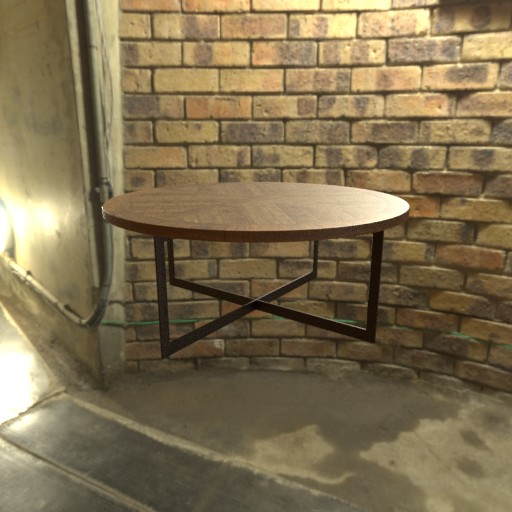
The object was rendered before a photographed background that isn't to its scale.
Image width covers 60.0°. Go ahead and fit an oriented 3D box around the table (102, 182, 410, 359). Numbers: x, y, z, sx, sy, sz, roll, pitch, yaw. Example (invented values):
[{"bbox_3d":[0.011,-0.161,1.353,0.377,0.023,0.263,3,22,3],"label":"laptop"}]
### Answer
[{"bbox_3d":[0.000,0.000,1.989,1.264,0.516,1.264,0,16,0],"label":"table"}]
